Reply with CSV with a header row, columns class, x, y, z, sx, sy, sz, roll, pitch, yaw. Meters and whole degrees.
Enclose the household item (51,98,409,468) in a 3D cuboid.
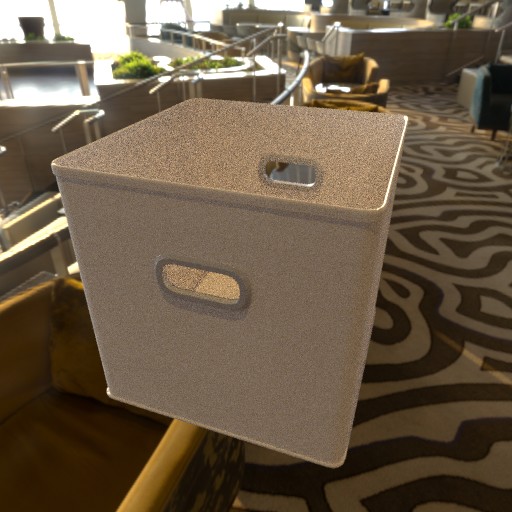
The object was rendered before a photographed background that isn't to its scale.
class,x,y,z,sx,sy,sz,roll,pitch,yaw
household item,0.000,0.000,0.558,0.305,0.305,0.305,11,33,17
